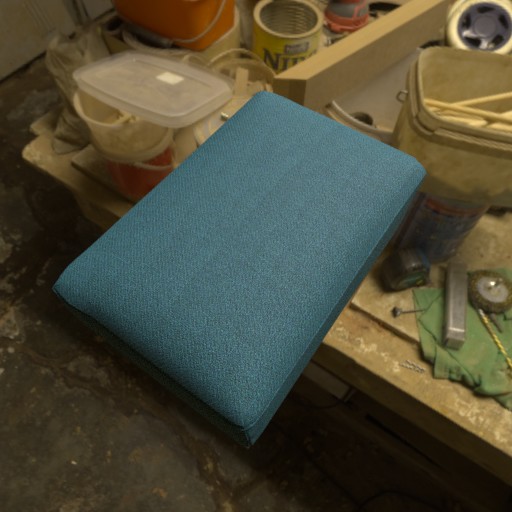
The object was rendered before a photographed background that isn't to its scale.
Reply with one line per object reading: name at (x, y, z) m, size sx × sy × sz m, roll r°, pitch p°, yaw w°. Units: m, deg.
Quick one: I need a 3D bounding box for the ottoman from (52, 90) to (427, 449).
ottoman at (0.000, 0.000, 1.231) m, size 0.563 × 0.498 × 0.856 m, roll 31°, pitch 63°, yaw 18°
